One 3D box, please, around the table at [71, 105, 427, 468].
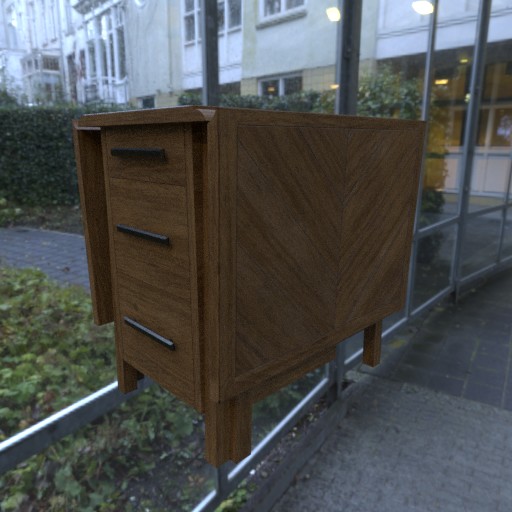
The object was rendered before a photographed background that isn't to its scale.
[{"bbox_3d":[0.000,0.000,1.275,0.746,0.763,0.591,-14,20,-42],"label":"table"}]
